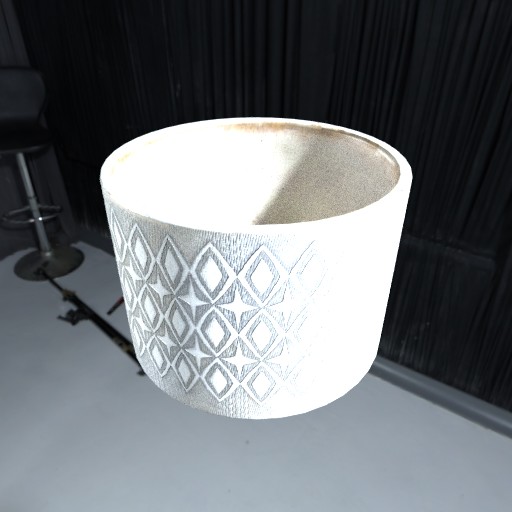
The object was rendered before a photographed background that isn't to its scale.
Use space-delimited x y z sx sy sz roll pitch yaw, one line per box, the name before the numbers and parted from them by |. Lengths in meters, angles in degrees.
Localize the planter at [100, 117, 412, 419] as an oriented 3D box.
planter | 0.000 0.000 0.314 0.186 0.144 0.186 0 32 0
